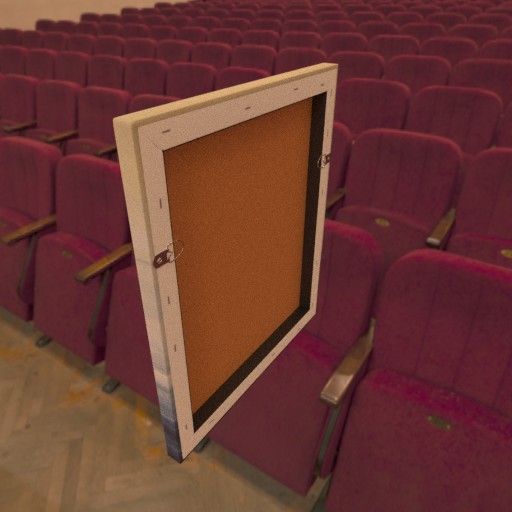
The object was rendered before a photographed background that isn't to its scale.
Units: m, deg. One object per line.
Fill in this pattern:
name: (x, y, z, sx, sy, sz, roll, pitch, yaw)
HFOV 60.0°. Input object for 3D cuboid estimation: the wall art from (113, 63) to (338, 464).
wall art: (0.000, 0.000, 0.966, 0.041, 0.710, 0.608, 20, 36, 29)
